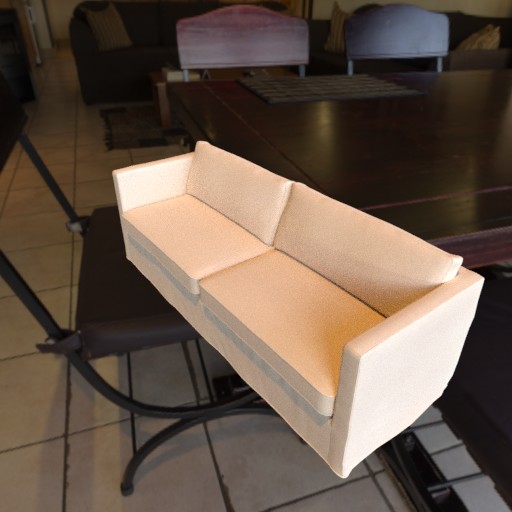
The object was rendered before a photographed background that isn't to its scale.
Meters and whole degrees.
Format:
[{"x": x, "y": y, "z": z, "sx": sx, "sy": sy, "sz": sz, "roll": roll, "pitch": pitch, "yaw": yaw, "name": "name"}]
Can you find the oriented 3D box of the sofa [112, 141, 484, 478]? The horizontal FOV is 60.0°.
[{"x": 0.000, "y": 0.000, "z": 3.216, "sx": 1.036, "sy": 0.999, "sz": 2.779, "roll": -22, "pitch": 38, "yaw": -31, "name": "sofa"}]
